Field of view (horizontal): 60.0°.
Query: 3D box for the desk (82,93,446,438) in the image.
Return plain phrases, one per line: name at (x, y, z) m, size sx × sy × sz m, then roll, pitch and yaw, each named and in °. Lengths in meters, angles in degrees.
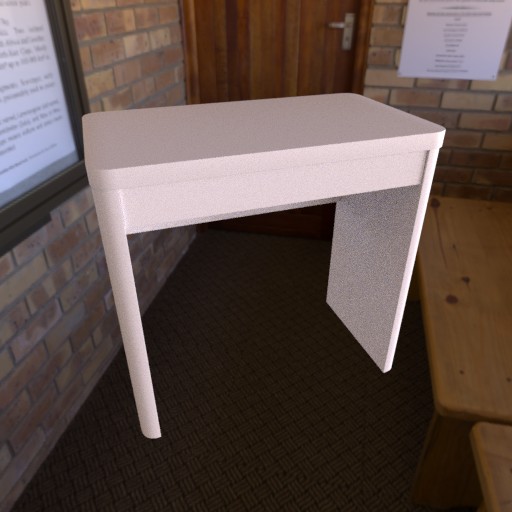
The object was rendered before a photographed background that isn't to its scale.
desk at (0.000, 0.000, 1.266) m, size 0.790 × 0.760 × 0.446 m, roll -10°, pitch 33°, yaw -17°
